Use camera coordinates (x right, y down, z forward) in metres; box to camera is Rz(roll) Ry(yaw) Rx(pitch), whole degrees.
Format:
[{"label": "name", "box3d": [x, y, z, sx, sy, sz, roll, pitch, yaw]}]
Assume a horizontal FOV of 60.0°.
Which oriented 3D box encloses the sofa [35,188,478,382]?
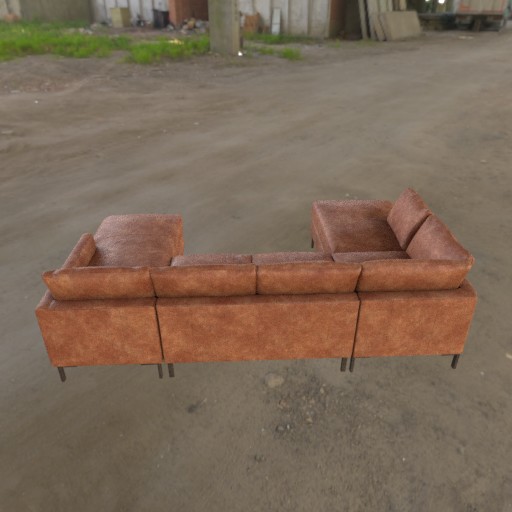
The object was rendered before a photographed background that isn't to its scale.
[{"label": "sofa", "box3d": [0.000, 0.000, 3.814, 2.956, 0.900, 1.939, -1, 31, -2]}]
